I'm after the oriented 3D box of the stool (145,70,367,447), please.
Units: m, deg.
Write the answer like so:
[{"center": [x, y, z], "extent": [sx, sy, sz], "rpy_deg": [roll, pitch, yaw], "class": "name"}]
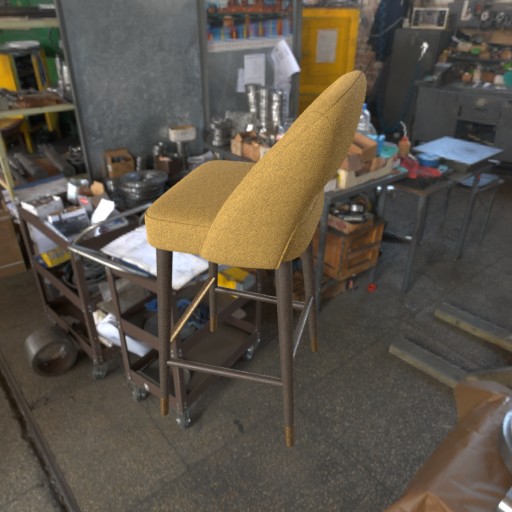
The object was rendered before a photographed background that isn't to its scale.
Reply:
[{"center": [0.000, 0.000, 1.318], "extent": [0.522, 1.032, 0.536], "rpy_deg": [9, 31, 14], "class": "stool"}]
